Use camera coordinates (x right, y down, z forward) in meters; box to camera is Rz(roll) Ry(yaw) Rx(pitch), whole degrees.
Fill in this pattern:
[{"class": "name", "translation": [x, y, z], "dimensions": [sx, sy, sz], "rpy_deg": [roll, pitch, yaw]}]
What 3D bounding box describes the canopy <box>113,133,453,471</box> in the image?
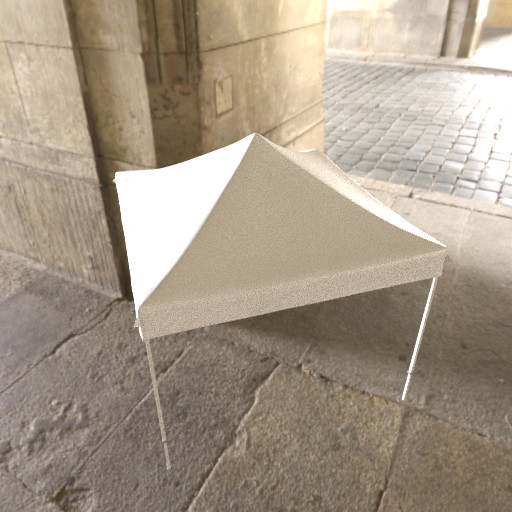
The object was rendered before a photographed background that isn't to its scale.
[{"class": "canopy", "translation": [0.000, 0.000, 5.350], "dimensions": [2.996, 2.998, 2.994], "rpy_deg": [-10, 34, -15]}]
